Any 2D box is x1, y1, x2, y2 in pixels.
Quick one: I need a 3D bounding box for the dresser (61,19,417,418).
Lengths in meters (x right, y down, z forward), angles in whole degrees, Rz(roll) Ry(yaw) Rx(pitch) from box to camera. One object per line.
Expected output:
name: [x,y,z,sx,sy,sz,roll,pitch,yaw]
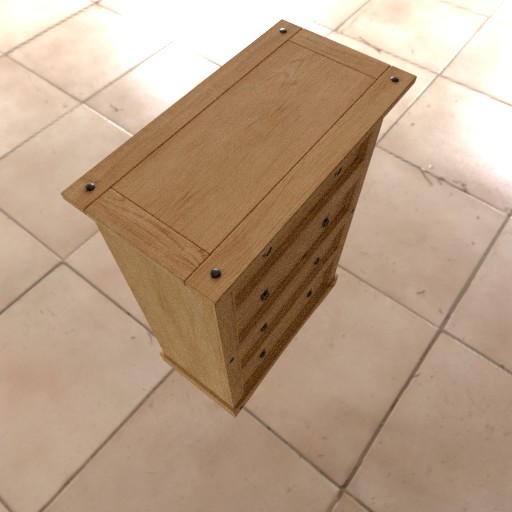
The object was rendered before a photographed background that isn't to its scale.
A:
dresser: [0.000,0.000,1.724,0.485,1.300,0.915,33,64,18]
